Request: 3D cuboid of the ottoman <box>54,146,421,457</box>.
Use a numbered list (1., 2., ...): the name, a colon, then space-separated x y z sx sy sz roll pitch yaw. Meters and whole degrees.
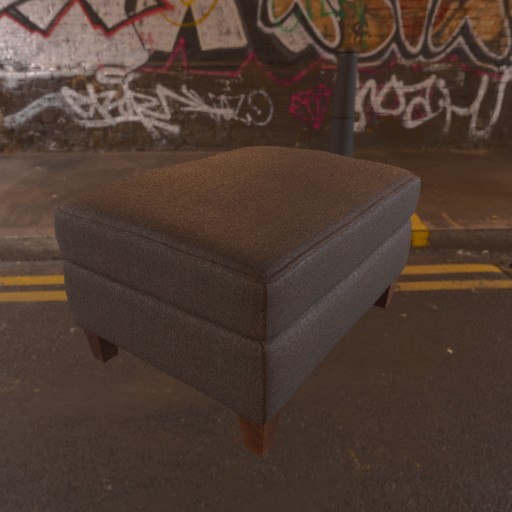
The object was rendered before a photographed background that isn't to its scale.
1. ottoman: 0.000 0.000 1.235 0.639 0.496 0.826 17 30 31
